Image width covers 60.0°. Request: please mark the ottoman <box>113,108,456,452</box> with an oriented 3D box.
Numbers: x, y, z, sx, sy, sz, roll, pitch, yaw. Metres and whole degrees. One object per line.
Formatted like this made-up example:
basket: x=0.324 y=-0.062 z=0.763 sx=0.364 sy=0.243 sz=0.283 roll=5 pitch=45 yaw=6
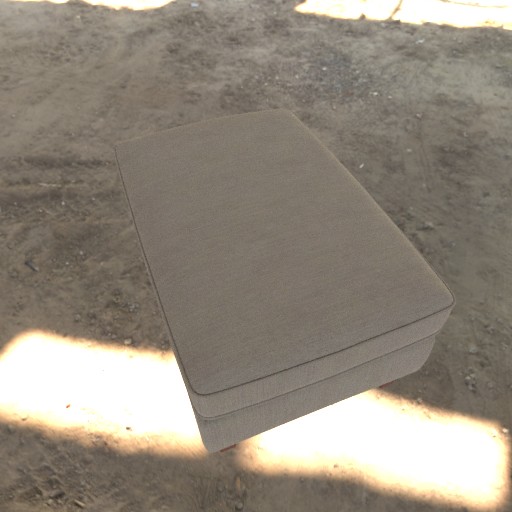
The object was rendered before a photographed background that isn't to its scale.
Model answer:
ottoman: x=0.000 y=0.000 z=1.327 sx=0.636 sy=0.480 sz=0.941 roll=-16 pitch=49 yaw=-15
